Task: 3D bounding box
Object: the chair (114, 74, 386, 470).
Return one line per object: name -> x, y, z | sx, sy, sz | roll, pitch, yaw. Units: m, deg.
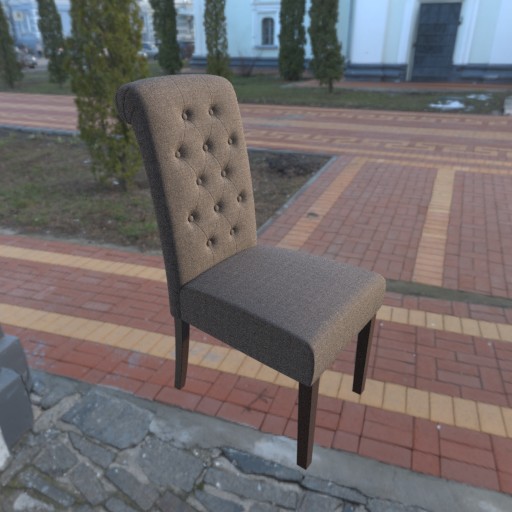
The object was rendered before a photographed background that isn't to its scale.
chair -> 0.000, 0.000, 1.352 | 0.671, 1.006, 0.456 | 17, 30, 32
